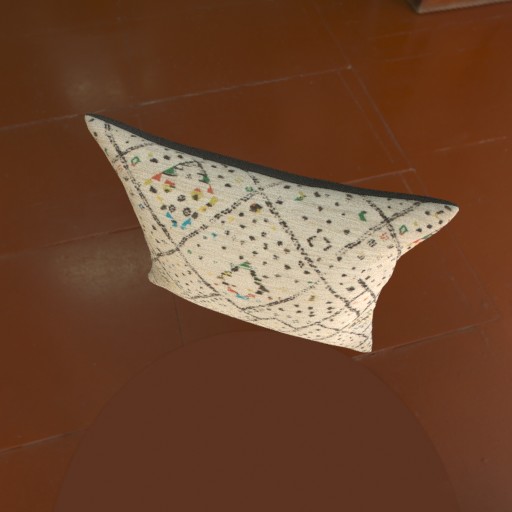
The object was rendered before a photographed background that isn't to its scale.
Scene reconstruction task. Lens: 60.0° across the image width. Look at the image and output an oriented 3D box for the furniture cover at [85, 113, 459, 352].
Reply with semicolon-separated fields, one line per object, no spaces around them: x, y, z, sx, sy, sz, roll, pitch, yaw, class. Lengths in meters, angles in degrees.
0.000;0.000;0.788;0.525;0.498;0.180;17;60;10;furniture cover
